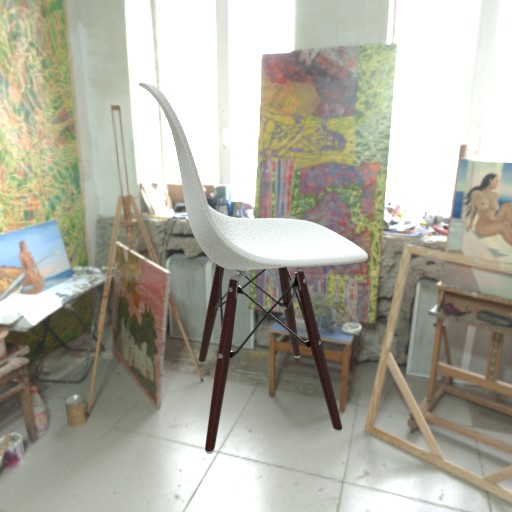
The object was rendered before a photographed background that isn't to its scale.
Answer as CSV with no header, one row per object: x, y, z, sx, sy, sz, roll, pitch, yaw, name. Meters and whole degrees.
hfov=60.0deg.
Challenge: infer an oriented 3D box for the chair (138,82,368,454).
0.000,0.000,1.150,0.533,0.826,0.470,-3,17,-11,chair
